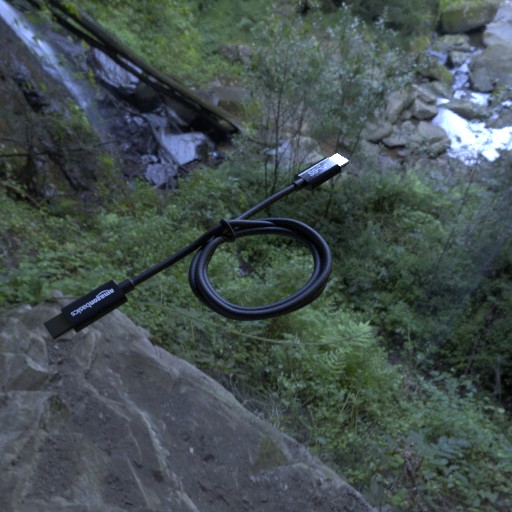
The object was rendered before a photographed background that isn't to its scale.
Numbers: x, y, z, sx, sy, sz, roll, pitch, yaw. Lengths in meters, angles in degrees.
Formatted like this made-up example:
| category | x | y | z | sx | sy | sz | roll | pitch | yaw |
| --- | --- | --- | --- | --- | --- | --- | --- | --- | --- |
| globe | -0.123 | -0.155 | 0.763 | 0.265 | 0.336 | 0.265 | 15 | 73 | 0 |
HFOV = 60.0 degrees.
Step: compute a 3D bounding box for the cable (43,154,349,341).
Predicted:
| category | x | y | z | sx | sy | sz | roll | pitch | yaw |
| --- | --- | --- | --- | --- | --- | --- | --- | --- | --- |
| cable | 0.000 | 0.000 | 0.213 | 0.186 | 0.014 | 0.070 | -33 | 57 | -26 |
